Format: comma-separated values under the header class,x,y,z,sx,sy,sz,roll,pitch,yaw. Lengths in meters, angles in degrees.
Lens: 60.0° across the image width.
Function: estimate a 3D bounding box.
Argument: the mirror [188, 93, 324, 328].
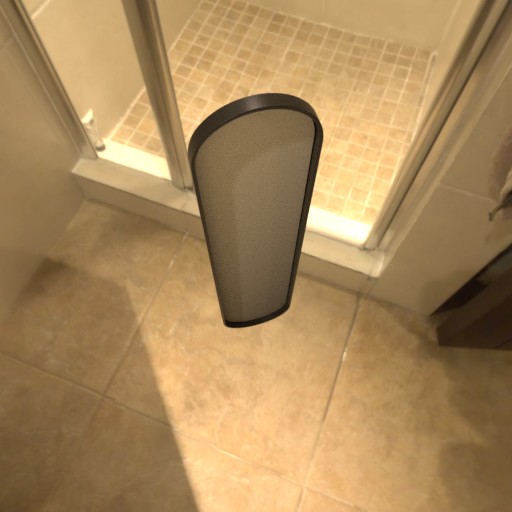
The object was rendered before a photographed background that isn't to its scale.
class,x,y,z,sx,sy,sz,roll,pitch,yaw
mirror,0.000,0.000,1.076,0.222,0.991,0.032,-14,64,-7
